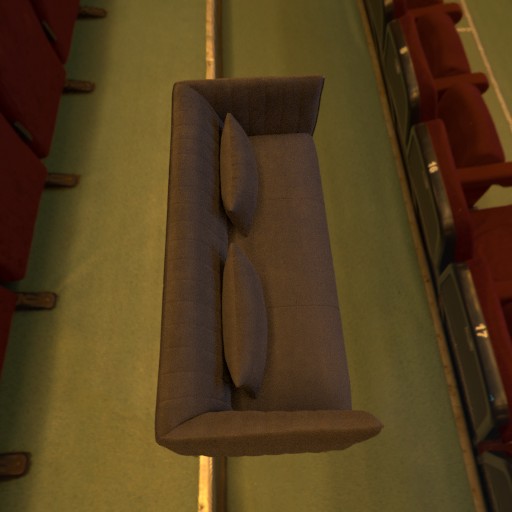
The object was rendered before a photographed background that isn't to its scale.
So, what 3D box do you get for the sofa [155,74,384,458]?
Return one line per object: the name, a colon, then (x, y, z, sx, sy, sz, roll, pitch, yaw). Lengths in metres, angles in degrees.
sofa: (0.000, 0.000, 2.411, 0.876, 0.780, 1.980, -2, 63, -1)
